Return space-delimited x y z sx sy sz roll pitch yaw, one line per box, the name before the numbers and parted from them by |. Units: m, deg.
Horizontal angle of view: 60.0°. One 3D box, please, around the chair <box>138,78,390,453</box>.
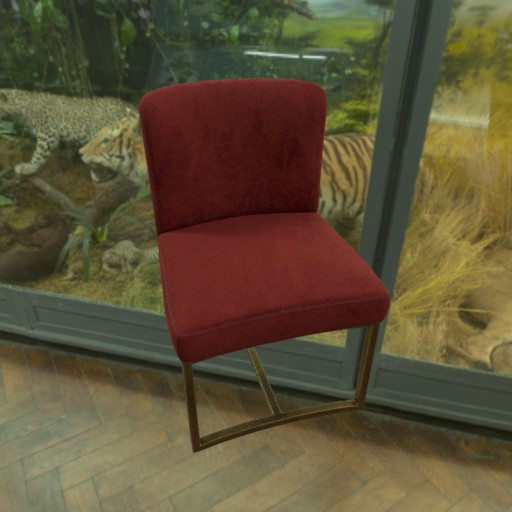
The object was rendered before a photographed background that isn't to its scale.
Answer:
chair | 0.000 0.000 1.209 0.530 0.824 0.560 -9 33 -14
